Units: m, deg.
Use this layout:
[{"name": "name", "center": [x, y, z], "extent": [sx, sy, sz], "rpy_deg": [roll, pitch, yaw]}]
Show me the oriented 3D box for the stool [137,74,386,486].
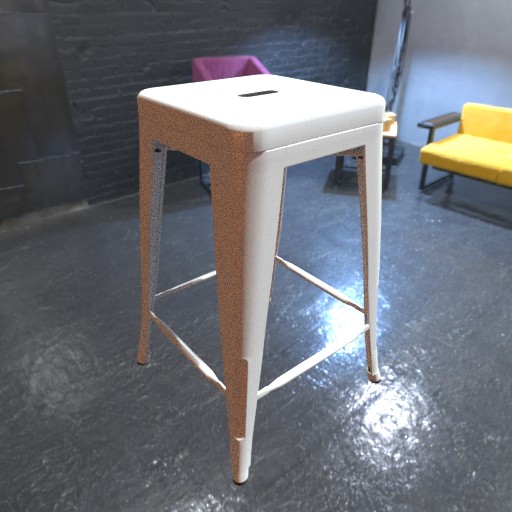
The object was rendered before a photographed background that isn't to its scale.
[{"name": "stool", "center": [0.000, 0.000, 0.867], "extent": [0.406, 0.610, 0.406], "rpy_deg": [-22, 37, -33]}]
